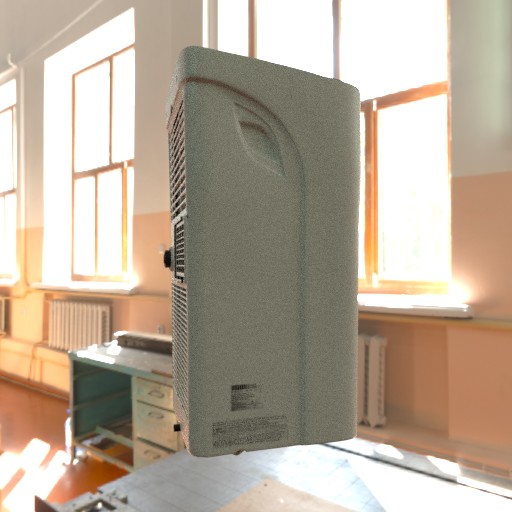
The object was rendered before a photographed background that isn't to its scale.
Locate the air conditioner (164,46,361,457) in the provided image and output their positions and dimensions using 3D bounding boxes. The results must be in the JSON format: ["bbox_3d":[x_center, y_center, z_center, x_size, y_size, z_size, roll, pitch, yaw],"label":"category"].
[{"bbox_3d":[0.000,0.000,0.939,0.369,0.716,0.352,0,-1,-16],"label":"air conditioner"}]
